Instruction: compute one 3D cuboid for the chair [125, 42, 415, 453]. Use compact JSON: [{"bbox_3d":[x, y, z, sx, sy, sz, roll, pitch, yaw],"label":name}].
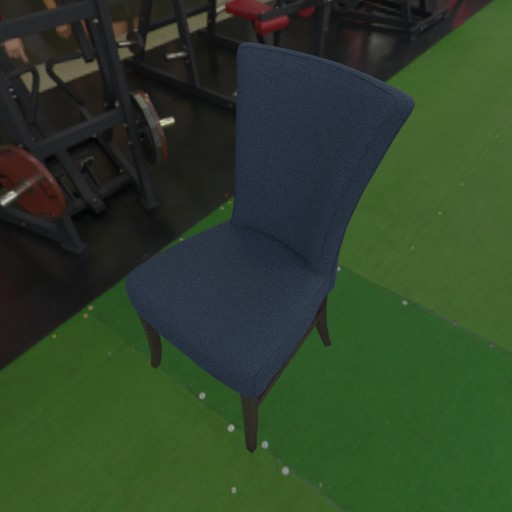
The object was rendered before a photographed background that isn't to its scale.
[{"bbox_3d":[0.000,0.000,1.326,0.520,0.991,0.660,31,53,27],"label":"chair"}]
